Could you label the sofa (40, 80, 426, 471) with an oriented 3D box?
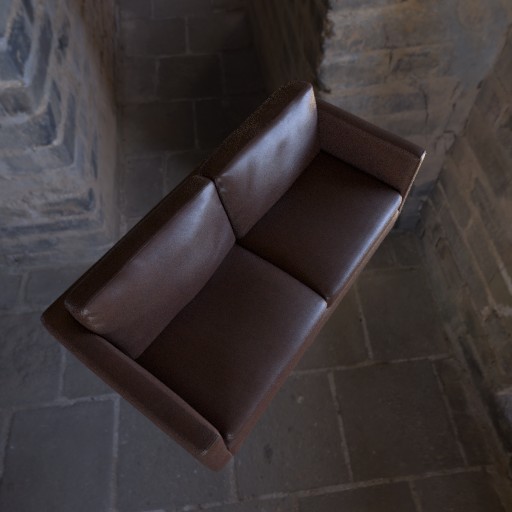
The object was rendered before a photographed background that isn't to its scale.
[{"bbox_3d":[0.000,0.000,2.354,0.951,0.933,1.883,32,65,17],"label":"sofa"}]
